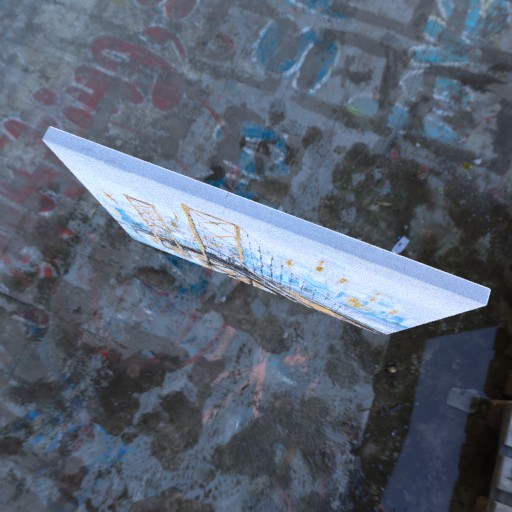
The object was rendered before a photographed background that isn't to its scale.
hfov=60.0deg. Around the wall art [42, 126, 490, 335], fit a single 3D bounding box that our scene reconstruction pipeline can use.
[{"bbox_3d":[0.000,0.000,1.312,1.016,0.762,0.038,21,76,5],"label":"wall art"}]
